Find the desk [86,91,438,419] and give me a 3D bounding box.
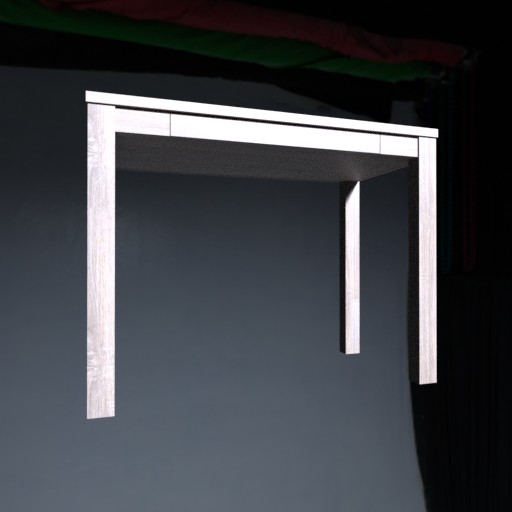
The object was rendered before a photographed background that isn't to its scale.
[{"bbox_3d":[0.000,0.000,1.414,0.991,0.762,0.495,0,0,-18],"label":"desk"}]
